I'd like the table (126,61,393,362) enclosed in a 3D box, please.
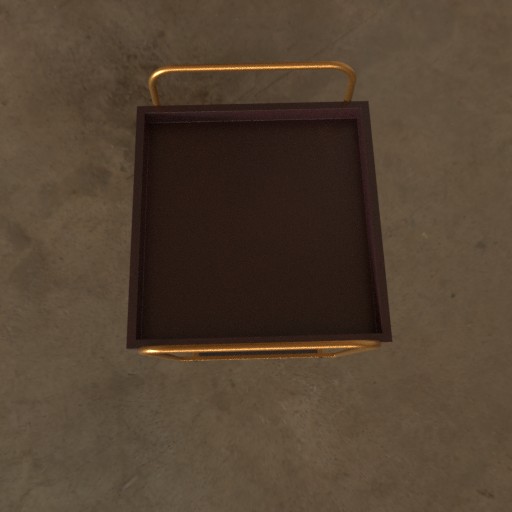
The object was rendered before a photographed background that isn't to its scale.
[{"bbox_3d":[0.000,0.000,0.960,0.430,0.710,0.430,-1,76,0],"label":"table"}]
